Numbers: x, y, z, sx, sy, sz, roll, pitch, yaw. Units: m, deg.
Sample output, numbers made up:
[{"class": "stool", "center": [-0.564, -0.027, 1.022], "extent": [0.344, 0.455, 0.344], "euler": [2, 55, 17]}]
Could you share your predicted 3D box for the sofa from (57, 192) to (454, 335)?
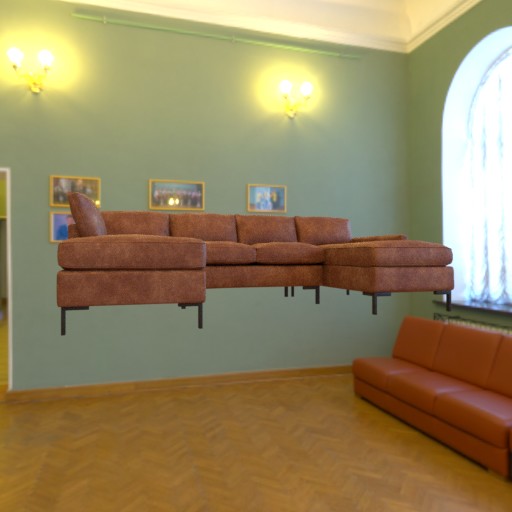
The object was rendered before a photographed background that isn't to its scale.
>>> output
[{"class": "sofa", "center": [0.000, 0.000, 3.821], "extent": [2.956, 0.900, 1.939], "euler": [0, 0, -18]}]
